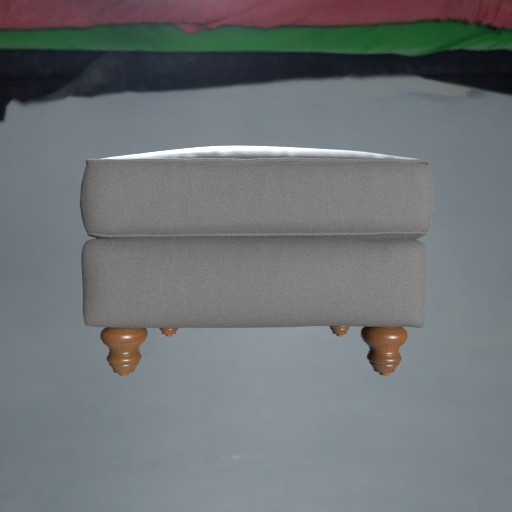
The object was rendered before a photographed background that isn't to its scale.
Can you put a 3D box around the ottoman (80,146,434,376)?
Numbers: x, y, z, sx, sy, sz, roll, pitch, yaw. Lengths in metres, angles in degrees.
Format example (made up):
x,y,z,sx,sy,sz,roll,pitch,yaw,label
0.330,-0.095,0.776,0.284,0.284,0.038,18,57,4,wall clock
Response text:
x,y,z,sx,sy,sz,roll,pitch,yaw,label
0.000,0.000,1.175,0.721,0.505,0.662,0,-1,0,ottoman
